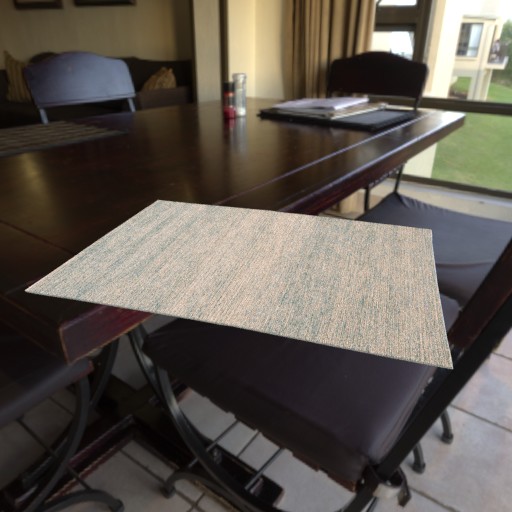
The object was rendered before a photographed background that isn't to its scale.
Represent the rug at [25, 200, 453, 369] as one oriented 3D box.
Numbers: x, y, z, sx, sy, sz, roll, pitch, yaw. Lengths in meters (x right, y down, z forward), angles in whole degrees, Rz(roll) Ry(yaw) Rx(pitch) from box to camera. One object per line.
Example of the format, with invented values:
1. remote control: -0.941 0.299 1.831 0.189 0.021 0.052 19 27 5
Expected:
1. rug: 0.000 0.000 2.944 2.306 0.030 1.613 8 28 15
